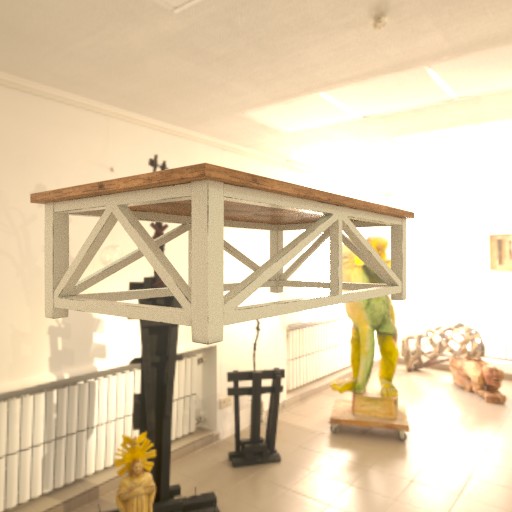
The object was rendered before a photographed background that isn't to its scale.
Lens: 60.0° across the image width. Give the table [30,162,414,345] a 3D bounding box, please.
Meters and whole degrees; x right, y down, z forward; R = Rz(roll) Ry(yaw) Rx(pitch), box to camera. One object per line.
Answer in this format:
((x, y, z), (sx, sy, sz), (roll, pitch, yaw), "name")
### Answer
((0.000, 0.000, 1.770), (0.800, 0.410, 1.400), (0, 0, 38), "table")
